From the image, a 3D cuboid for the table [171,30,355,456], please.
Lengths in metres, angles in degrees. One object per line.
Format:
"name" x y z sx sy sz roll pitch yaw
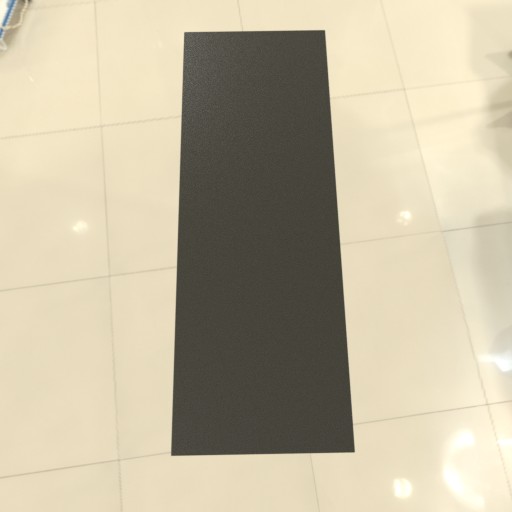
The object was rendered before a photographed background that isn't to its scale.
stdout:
"table" 0.000 0.000 1.431 0.397 0.753 1.068 -1 75 0
